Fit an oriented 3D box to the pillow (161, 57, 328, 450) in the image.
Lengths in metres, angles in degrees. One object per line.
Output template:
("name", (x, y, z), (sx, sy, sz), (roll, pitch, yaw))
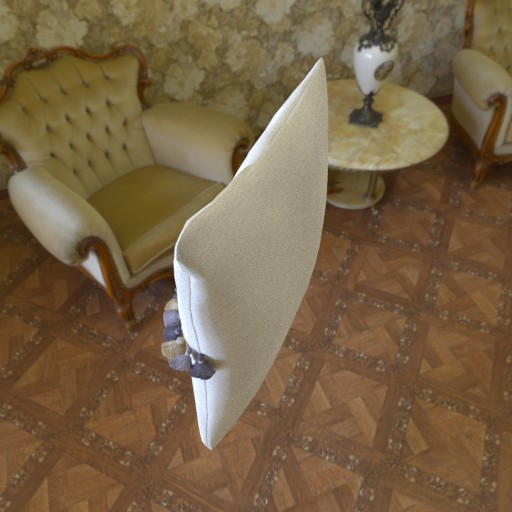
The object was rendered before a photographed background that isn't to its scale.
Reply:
("pillow", (0.000, 0.000, 0.734), (0.165, 0.481, 0.489), (17, 48, 16))
